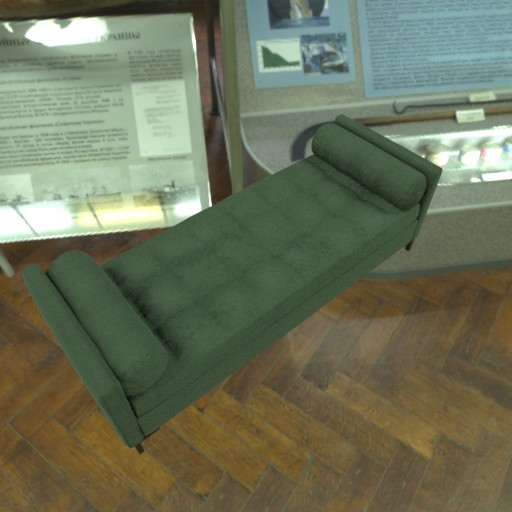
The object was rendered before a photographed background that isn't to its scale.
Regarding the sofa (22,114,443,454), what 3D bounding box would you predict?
[{"bbox_3d":[0.000,0.000,2.453,2.130,0.681,0.817,-32,55,-26],"label":"sofa"}]
